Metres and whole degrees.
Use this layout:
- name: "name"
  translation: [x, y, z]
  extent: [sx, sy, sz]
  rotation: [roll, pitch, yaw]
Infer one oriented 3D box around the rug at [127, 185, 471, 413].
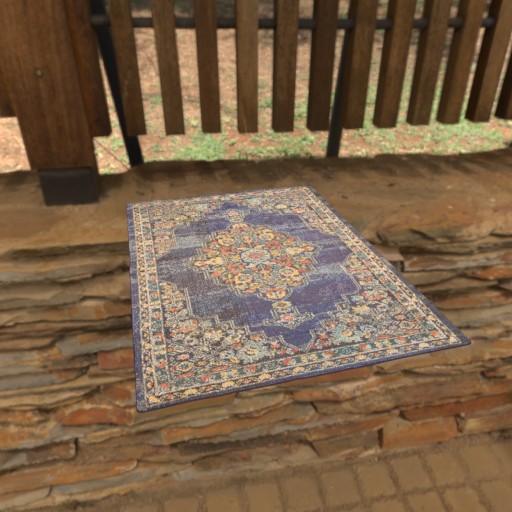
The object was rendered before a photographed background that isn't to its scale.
- name: "rug"
  translation: [0.000, 0.000, 2.936]
  extent: [1.630, 0.009, 2.232]
  rotation: [-8, 31, -13]
